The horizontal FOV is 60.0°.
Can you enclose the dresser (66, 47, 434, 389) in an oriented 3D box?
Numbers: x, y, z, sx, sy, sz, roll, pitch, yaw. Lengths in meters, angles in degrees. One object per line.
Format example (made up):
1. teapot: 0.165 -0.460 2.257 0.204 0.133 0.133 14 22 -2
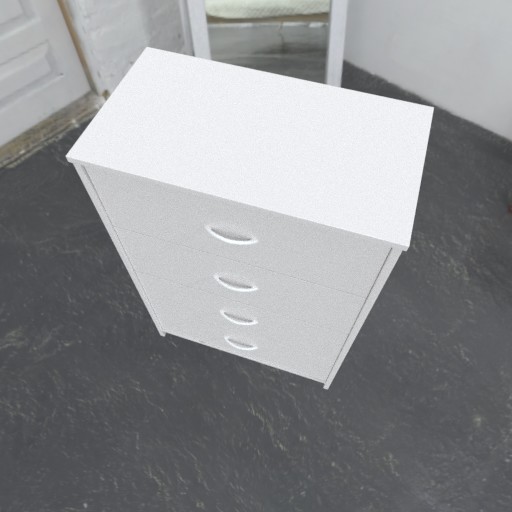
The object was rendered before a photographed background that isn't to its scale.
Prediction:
1. dresser: 0.000 0.000 1.384 0.704 1.021 0.401 16 60 9
